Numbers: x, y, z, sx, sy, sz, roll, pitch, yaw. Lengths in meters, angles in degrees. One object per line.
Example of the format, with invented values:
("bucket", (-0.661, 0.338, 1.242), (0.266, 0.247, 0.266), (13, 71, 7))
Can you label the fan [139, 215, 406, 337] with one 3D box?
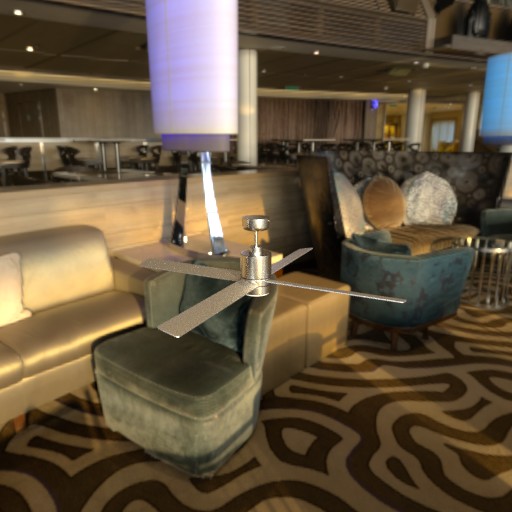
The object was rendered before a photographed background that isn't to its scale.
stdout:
("fan", (0.000, 0.000, 2.009), (1.322, 0.355, 1.322), (7, 16, 26))
